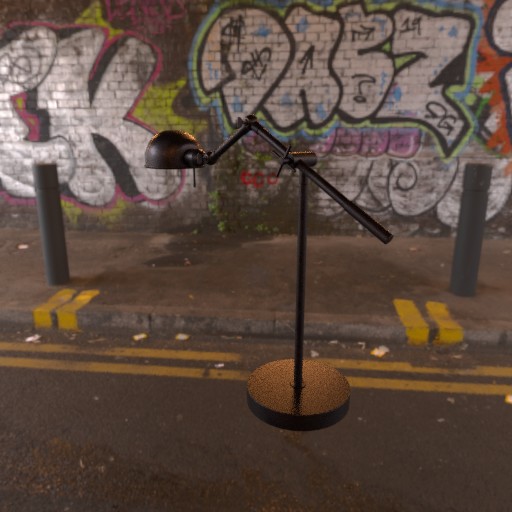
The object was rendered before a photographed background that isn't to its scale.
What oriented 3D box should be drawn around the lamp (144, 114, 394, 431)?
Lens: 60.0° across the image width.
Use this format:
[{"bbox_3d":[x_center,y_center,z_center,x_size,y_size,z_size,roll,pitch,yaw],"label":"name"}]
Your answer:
[{"bbox_3d":[0.000,0.000,0.817,0.185,0.495,0.567,-14,21,-42],"label":"lamp"}]
